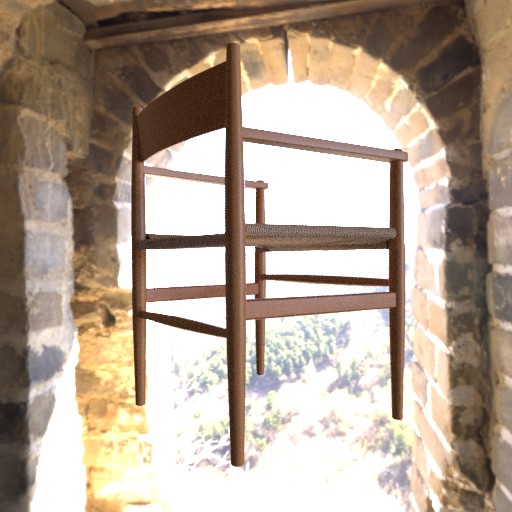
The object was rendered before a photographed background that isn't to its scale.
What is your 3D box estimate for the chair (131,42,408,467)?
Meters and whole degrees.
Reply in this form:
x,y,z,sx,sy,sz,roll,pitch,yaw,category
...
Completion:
x,y,z,sx,sy,sz,roll,pitch,yaw,category
0.000,0.000,1.106,0.495,0.762,0.556,0,-1,-38,chair
